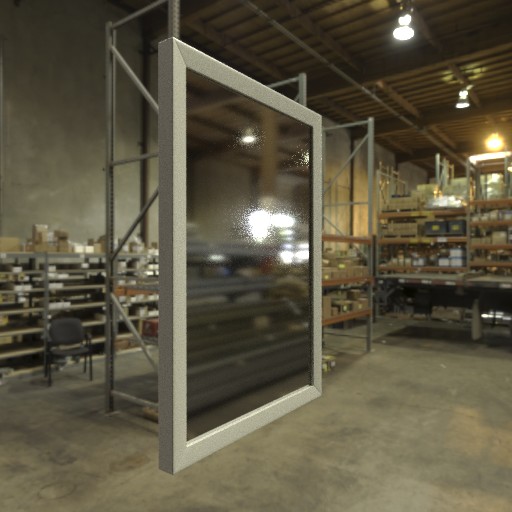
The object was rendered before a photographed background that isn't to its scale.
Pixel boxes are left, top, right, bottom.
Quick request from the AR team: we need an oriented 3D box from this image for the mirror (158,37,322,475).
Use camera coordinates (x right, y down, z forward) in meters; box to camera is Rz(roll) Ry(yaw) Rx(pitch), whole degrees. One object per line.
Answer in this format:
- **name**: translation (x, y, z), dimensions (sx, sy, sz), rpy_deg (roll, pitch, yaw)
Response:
- **mirror**: translation (0.000, 0.000, 0.933), dimensions (0.040, 0.710, 0.507), rpy_deg (0, 0, 36)
